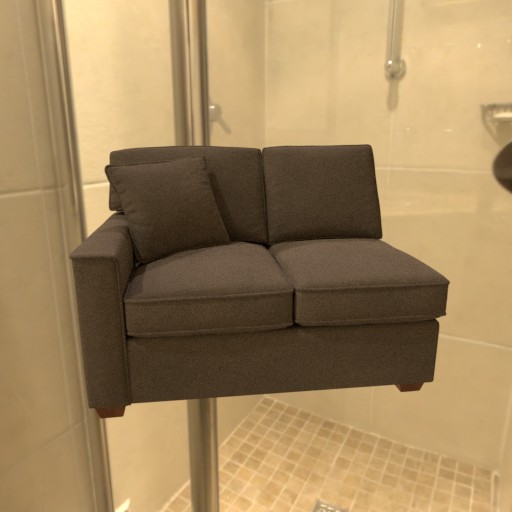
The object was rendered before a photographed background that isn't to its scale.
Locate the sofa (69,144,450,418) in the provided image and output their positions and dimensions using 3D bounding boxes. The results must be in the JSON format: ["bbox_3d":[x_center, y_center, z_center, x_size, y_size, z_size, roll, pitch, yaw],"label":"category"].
[{"bbox_3d":[0.000,0.000,2.039,1.388,0.989,0.991,-2,15,-8],"label":"sofa"}]
